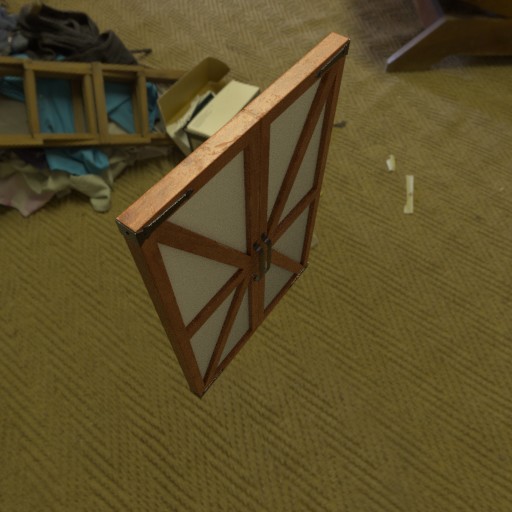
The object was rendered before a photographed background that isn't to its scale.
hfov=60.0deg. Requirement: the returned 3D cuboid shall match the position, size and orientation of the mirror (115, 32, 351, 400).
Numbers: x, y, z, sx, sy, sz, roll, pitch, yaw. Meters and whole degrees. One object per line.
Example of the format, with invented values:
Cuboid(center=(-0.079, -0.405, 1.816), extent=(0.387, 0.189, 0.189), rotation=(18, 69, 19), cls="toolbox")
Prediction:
Cuboid(center=(0.000, 0.000, 0.973), extent=(0.053, 0.761, 0.517), rotation=(32, 63, 19), cls="mirror")
